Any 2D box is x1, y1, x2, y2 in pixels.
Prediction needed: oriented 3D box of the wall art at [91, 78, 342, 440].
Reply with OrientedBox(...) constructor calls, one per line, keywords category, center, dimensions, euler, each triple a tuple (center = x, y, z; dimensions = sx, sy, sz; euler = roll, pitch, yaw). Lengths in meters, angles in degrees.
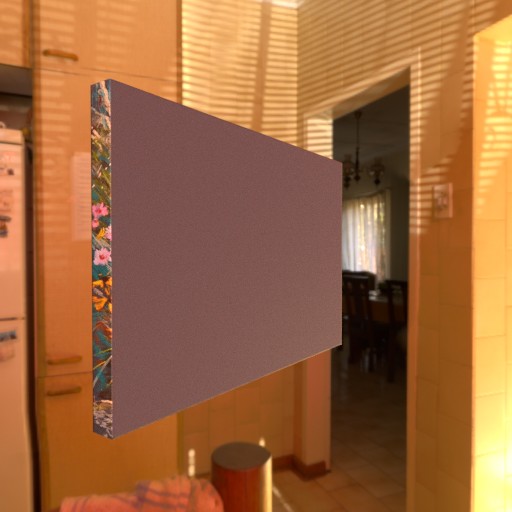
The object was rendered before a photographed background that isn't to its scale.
OrientedBox(category="wall art", center=(0.000, 0.000, 0.756), dimensions=(0.037, 0.406, 0.610), euler=(1, 1, 36))
